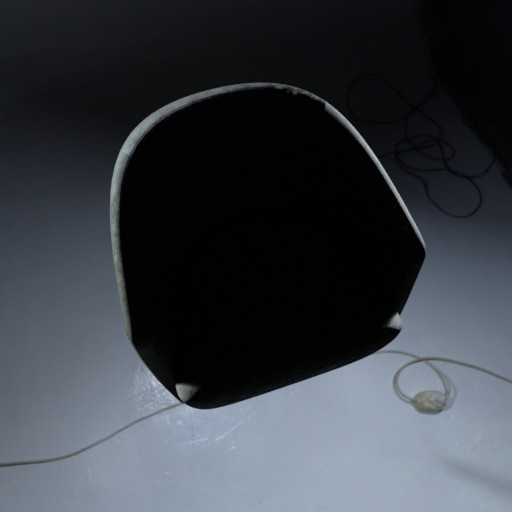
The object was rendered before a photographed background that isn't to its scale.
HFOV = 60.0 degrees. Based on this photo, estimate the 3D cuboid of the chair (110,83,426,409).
[{"bbox_3d":[0.000,0.000,1.371,0.773,0.698,0.767,-16,63,-9],"label":"chair"}]
